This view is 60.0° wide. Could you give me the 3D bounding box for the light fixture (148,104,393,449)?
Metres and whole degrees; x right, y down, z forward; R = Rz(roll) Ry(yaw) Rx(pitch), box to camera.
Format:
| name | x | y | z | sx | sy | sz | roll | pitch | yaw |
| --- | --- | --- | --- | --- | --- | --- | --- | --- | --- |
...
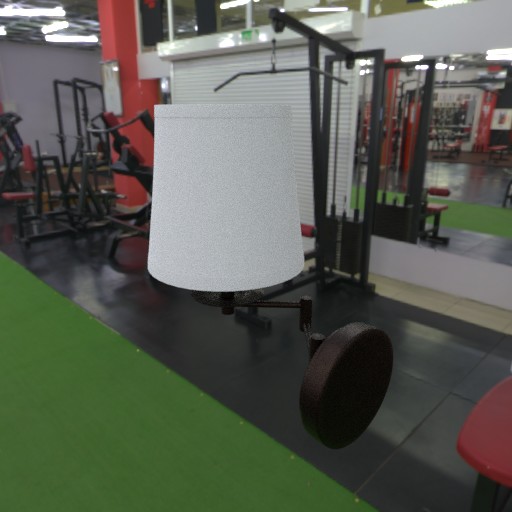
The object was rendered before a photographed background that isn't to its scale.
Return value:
| name | x | y | z | sx | sy | sz | roll | pitch | yaw |
| --- | --- | --- | --- | --- | --- | --- | --- | --- | --- |
| light fixture | 0.000 | 0.000 | 0.266 | 0.100 | 0.172 | 0.157 | -16 | 24 | -40 |
